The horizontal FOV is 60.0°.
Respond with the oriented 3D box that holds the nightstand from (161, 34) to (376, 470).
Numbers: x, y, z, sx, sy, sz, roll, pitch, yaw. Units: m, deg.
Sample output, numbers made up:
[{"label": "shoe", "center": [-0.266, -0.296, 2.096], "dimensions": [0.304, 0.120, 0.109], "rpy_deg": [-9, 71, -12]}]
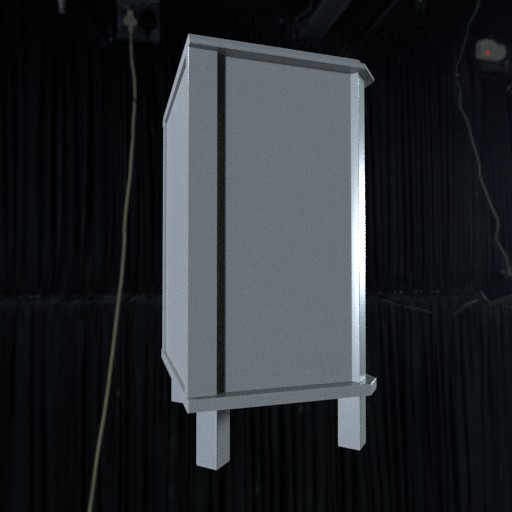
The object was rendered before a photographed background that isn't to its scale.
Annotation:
[{"label": "nightstand", "center": [0.000, 0.000, 0.929], "dimensions": [0.348, 0.680, 0.435], "rpy_deg": [0, -1, -17]}]
